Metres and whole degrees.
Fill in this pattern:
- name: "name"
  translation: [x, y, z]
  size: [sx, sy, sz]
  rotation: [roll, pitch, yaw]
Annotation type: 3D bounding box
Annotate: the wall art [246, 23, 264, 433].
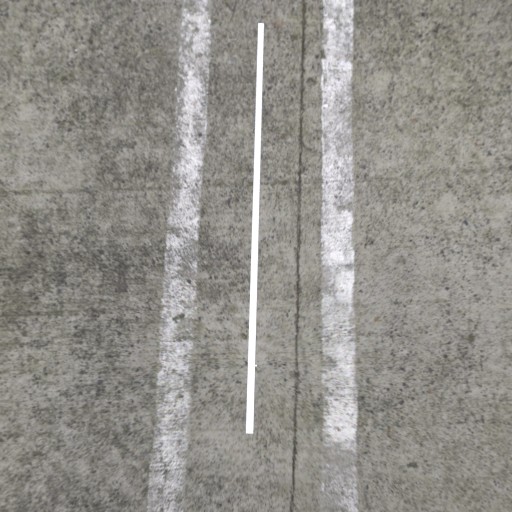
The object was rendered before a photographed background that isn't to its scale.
- name: "wall art"
  translation: [0.000, 0.000, 0.692]
  size: [0.007, 0.456, 0.456]
  rotation: [1, 76, 0]
